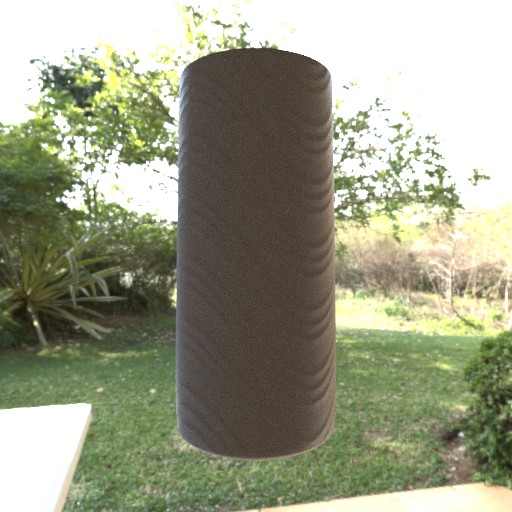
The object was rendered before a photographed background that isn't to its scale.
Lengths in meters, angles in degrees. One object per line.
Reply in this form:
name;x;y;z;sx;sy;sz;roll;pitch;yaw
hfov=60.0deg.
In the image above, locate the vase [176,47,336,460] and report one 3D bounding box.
vase;0.000;0.000;0.403;0.143;0.316;0.143;0;-1;0
